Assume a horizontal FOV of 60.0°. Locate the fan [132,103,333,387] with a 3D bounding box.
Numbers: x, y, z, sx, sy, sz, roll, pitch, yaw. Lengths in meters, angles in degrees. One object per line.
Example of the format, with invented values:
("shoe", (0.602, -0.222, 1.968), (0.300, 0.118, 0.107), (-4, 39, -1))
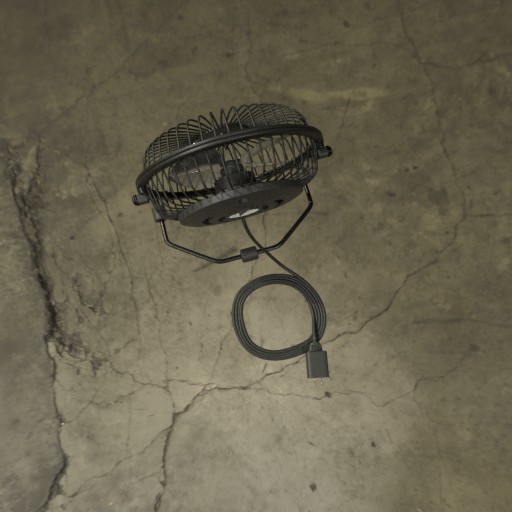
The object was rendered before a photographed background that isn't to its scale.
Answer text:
("fan", (0.000, 0.000, 0.313), (0.153, 0.152, 0.202), (-15, 75, -4))
